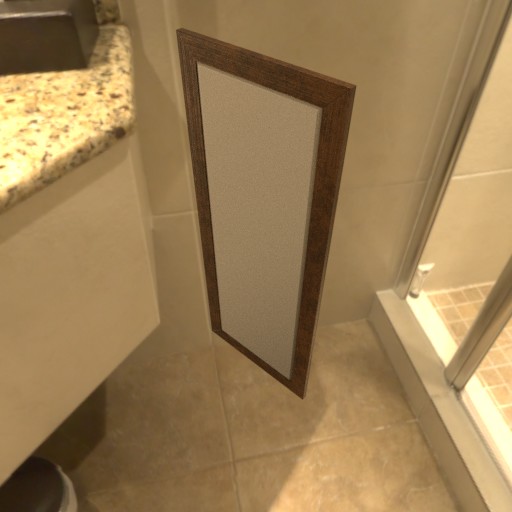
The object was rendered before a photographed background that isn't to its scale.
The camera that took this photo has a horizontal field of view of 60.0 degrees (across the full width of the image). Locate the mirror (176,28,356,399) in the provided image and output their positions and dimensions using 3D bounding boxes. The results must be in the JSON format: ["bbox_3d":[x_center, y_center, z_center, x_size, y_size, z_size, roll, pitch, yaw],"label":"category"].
[{"bbox_3d":[0.000,0.000,2.298,0.812,2.031,0.032,31,53,28],"label":"mirror"}]
